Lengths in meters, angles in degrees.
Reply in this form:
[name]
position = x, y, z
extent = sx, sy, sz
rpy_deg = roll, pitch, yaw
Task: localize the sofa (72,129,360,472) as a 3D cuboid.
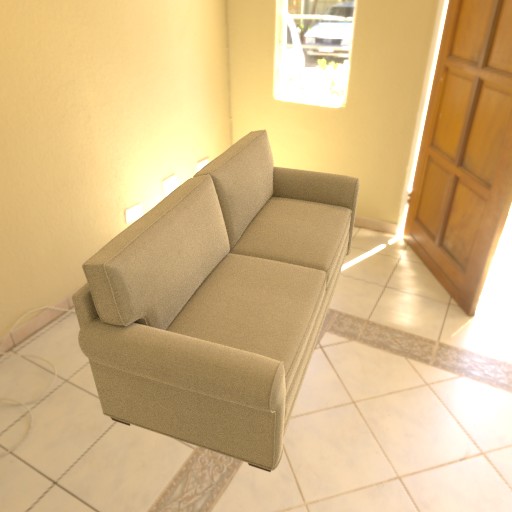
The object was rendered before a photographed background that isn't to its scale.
[sofa]
position = 0.000, 0.000, 2.620
extent = 0.901, 0.962, 2.146
rpy_deg = 11, 33, 17
